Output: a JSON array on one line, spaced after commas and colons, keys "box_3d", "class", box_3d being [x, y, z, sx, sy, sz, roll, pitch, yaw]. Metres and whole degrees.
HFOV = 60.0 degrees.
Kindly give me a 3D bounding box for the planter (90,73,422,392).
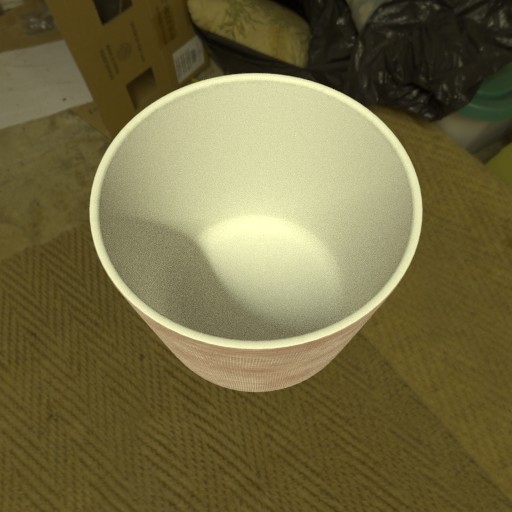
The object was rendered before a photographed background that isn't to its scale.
[{"box_3d": [0.000, 0.000, 0.769, 0.440, 0.398, 0.440, 0, 63, 0], "class": "planter"}]
